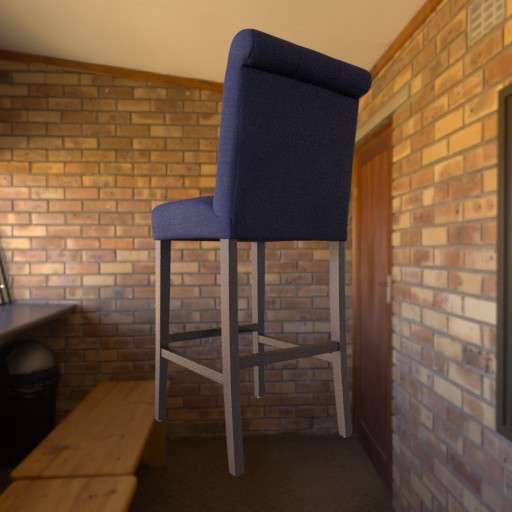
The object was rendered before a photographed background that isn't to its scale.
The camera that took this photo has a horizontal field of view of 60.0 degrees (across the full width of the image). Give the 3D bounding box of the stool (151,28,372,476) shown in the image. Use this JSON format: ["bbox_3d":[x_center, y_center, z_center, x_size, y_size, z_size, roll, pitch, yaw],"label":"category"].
[{"bbox_3d":[0.000,0.000,1.437,0.493,1.140,0.601,0,1,-36],"label":"stool"}]
